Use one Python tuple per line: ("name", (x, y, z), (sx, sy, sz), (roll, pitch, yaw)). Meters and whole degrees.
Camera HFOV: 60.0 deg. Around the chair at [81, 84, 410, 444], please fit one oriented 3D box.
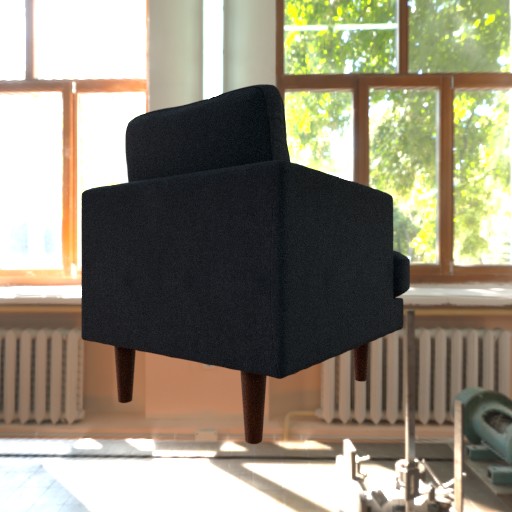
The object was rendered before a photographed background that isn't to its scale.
("chair", (0.000, 0.000, 1.612), (0.858, 0.957, 0.899), (0, 0, 36))
